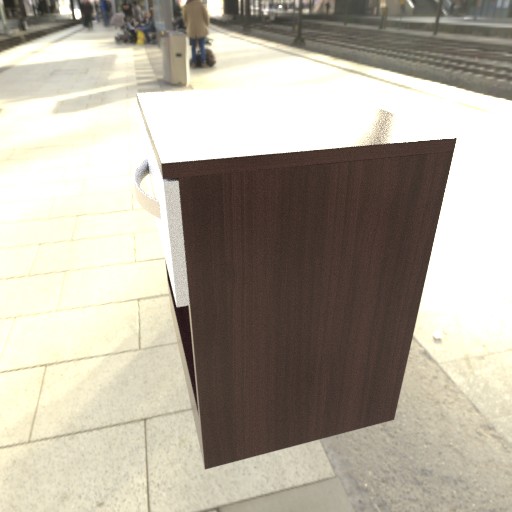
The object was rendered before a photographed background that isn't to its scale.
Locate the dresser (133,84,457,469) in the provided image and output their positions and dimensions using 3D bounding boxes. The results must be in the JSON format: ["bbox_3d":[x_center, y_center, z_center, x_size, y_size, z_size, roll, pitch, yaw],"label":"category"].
[{"bbox_3d":[0.000,0.000,0.743,0.360,0.470,0.400,-8,31,-14],"label":"dresser"}]
